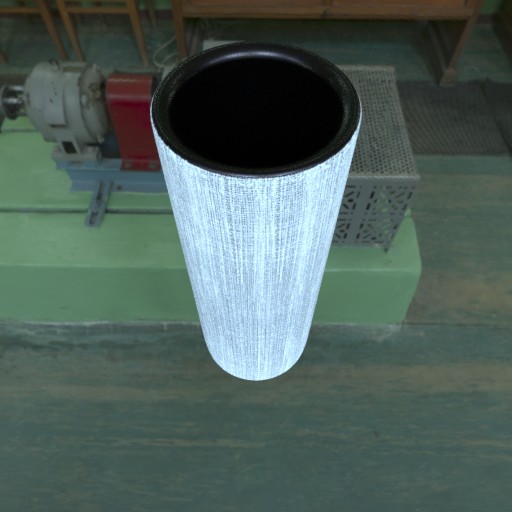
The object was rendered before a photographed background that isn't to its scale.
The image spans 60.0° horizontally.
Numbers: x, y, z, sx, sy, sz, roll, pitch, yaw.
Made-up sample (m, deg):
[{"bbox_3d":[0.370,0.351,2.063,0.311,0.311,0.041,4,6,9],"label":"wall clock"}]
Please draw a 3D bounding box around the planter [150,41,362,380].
[{"bbox_3d":[0.000,0.000,0.322,0.100,0.270,0.100,0,57,0],"label":"planter"}]
